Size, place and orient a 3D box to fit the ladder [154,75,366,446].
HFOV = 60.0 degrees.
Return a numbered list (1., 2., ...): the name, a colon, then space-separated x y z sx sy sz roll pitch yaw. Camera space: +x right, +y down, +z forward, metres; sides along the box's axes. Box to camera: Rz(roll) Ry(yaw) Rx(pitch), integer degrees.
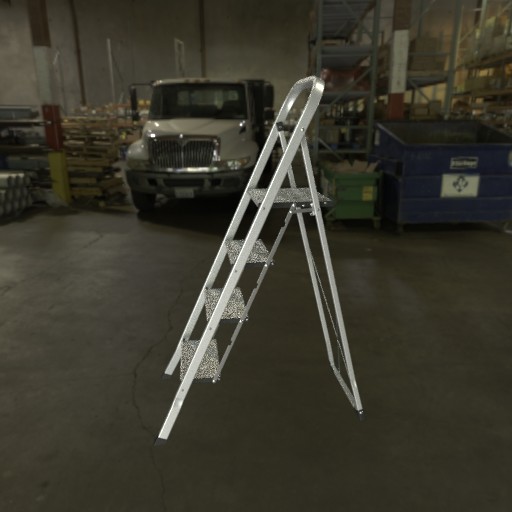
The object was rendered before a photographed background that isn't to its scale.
1. ladder: 0.000 0.000 1.717 0.830 1.290 0.465 -2 18 -8
